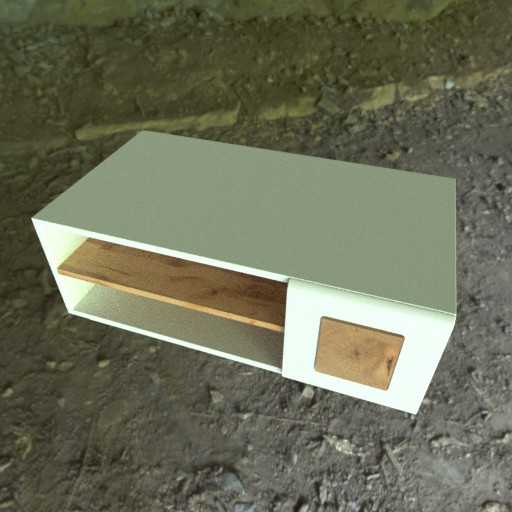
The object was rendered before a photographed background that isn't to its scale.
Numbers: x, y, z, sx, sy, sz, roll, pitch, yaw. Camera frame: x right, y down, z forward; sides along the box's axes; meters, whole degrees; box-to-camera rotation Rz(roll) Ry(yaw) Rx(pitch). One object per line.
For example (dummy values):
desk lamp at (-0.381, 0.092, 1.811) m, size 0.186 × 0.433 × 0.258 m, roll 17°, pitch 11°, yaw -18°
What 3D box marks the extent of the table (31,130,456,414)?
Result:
table at (0.000, 0.000, 1.429) m, size 1.097 × 0.442 × 0.639 m, roll 12°, pitch 41°, yaw 14°
